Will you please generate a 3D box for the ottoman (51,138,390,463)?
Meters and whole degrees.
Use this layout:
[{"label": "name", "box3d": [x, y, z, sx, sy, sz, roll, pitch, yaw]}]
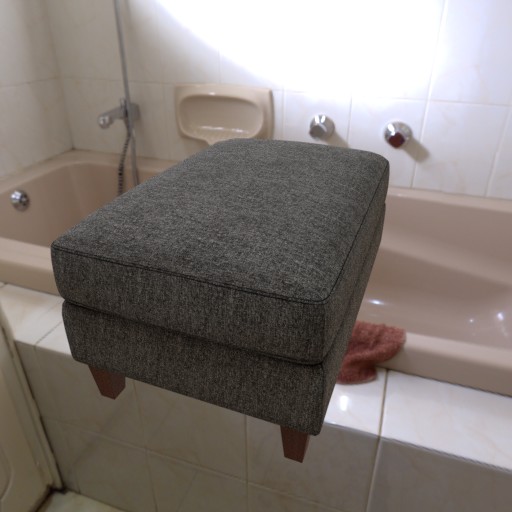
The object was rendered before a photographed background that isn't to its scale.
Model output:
[{"label": "ottoman", "box3d": [0.000, 0.000, 1.195, 0.584, 0.483, 0.864, 11, 31, 19]}]
